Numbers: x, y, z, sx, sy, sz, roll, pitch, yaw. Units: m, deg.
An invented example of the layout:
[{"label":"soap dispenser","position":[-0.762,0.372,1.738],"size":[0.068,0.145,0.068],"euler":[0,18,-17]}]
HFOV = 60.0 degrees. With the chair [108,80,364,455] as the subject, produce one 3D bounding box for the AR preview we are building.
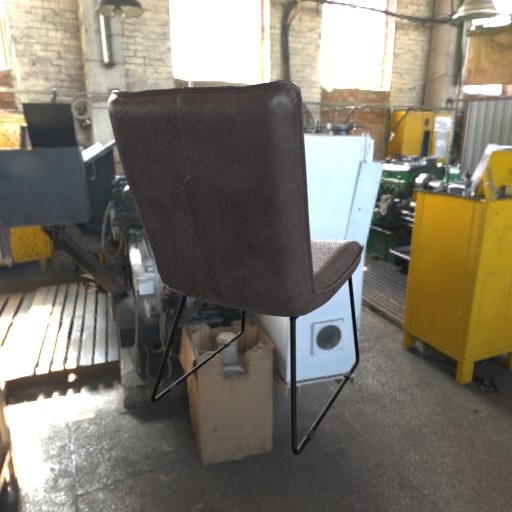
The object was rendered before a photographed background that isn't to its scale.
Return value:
[{"label":"chair","position":[0.000,0.000,1.354],"size":[0.515,0.932,0.688],"euler":[9,18,27]}]
